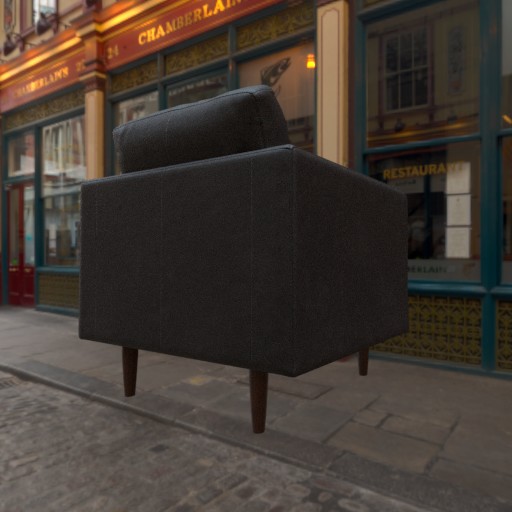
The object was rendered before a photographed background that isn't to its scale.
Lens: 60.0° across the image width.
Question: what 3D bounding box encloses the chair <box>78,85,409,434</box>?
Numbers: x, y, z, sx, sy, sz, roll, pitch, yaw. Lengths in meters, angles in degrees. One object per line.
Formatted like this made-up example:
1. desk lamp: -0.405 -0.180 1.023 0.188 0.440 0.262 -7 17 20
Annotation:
1. chair: 0.000 0.000 1.557 0.831 0.898 0.879 0 -1 36
